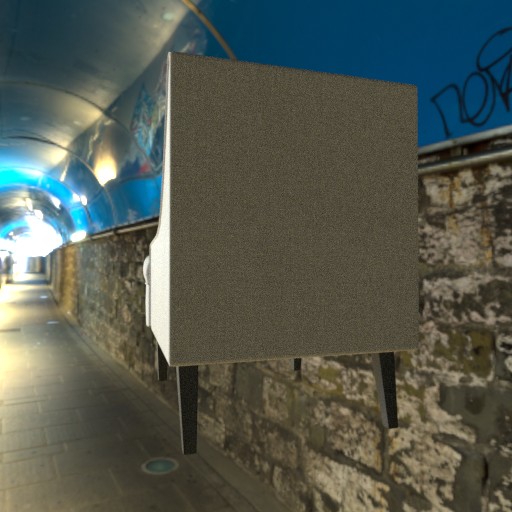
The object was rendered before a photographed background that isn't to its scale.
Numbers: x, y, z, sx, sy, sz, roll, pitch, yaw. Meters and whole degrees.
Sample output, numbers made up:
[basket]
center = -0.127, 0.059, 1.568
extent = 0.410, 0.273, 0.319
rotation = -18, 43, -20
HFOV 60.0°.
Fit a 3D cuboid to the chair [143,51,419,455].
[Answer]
[chair]
center = 0.000, 0.000, 1.397
extent = 0.658, 0.891, 0.772
rotation = 0, -1, -17
